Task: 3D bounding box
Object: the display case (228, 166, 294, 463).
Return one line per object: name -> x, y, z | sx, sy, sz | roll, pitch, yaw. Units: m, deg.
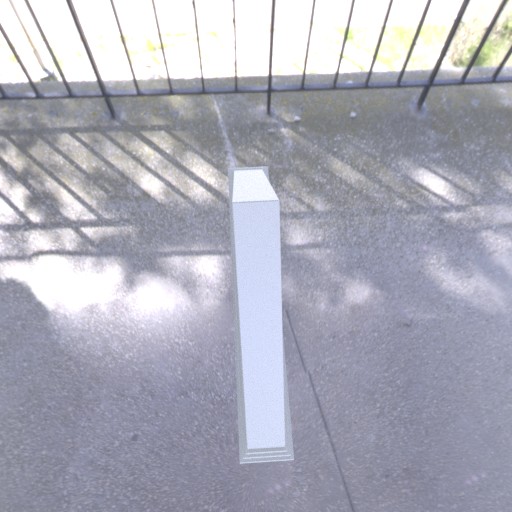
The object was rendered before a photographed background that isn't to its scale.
display case -> 0.000, 0.000, 0.770 | 0.095, 0.340, 0.640 | -3, 63, -2
